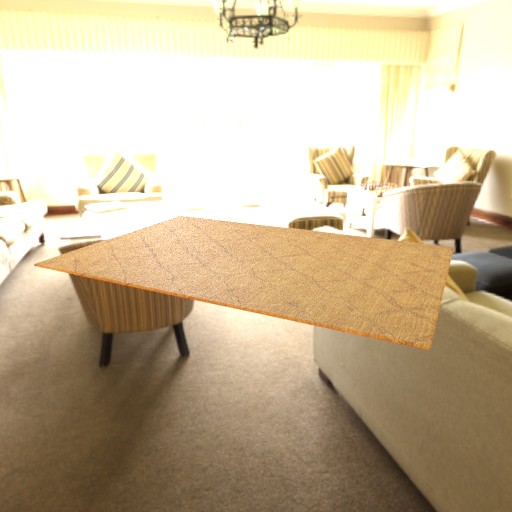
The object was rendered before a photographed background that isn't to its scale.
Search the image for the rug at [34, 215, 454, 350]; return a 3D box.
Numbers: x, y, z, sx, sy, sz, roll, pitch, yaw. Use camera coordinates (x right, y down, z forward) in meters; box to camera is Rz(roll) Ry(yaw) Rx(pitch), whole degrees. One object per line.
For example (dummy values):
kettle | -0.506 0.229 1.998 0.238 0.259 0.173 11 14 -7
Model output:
rug | 0.000 0.000 2.891 2.292 0.014 1.528 9 20 25
